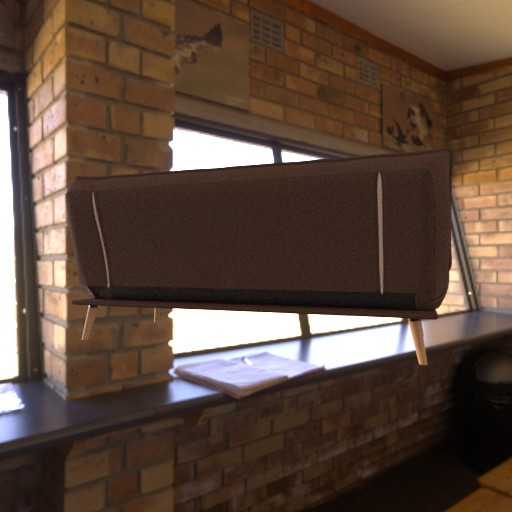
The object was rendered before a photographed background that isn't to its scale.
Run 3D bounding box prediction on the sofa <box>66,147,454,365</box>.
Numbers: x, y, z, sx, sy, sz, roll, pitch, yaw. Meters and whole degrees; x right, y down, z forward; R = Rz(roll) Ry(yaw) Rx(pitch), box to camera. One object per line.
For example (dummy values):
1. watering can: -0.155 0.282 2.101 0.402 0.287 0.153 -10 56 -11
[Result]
1. sofa: 0.000 0.000 2.418 1.940 0.890 0.950 0 -1 20
